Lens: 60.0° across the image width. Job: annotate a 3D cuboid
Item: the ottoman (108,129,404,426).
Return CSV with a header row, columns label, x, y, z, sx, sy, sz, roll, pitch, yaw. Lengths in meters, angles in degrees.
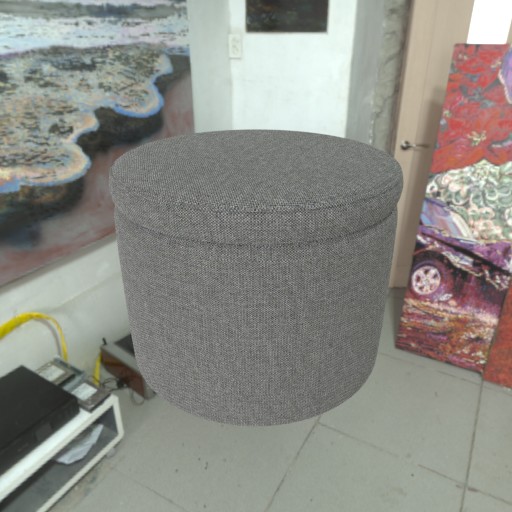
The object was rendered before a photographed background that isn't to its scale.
label,x,y,z,sx,sy,sz,roll,pitch,yaw
ottoman,0.000,0.000,0.889,0.520,0.430,0.520,0,27,0
